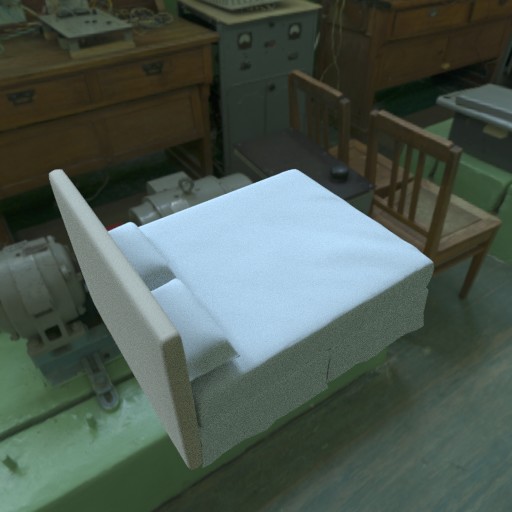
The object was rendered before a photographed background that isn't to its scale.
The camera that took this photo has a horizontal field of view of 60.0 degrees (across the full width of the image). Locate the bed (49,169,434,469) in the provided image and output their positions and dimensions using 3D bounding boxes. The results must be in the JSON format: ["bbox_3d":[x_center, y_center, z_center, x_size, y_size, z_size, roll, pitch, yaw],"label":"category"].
[{"bbox_3d":[0.000,0.000,3.217,2.142,1.330,1.748,-25,47,-25],"label":"bed"}]
